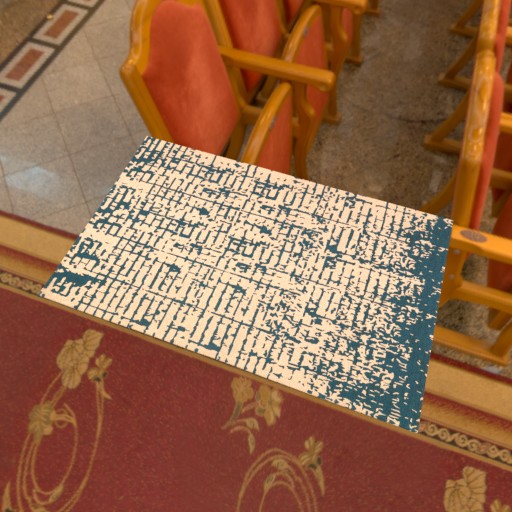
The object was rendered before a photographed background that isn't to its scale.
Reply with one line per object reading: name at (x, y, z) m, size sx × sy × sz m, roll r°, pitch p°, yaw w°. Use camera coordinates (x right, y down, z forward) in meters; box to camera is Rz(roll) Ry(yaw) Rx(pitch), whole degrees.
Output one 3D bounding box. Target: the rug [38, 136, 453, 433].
rug at (0.000, 0.000, 3.003) m, size 2.435 × 0.011 × 1.517 m, roll 17°, pitch 61°, yaw 10°
